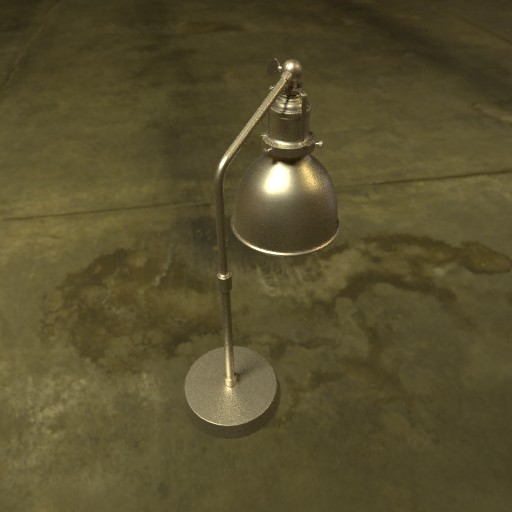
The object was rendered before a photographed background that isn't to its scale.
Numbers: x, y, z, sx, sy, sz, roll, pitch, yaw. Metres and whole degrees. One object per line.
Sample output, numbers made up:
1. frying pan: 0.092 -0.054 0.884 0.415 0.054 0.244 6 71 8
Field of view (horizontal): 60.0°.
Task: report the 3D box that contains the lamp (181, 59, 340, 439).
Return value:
1. lamp: 0.000 0.000 0.578 0.153 0.456 0.286 24 46 26
